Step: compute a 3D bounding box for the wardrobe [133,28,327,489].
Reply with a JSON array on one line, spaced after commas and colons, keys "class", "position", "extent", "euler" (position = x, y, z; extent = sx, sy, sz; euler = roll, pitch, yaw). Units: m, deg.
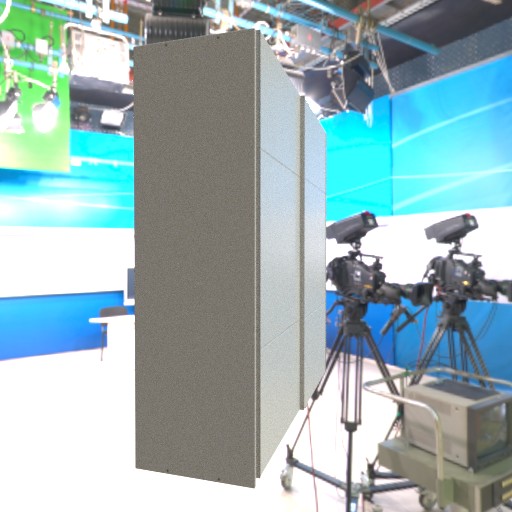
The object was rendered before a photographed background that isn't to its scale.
[{"class": "wardrobe", "position": [0.000, 0.000, 2.808], "extent": [0.629, 1.960, 1.780], "euler": [0, 1, 17]}]
